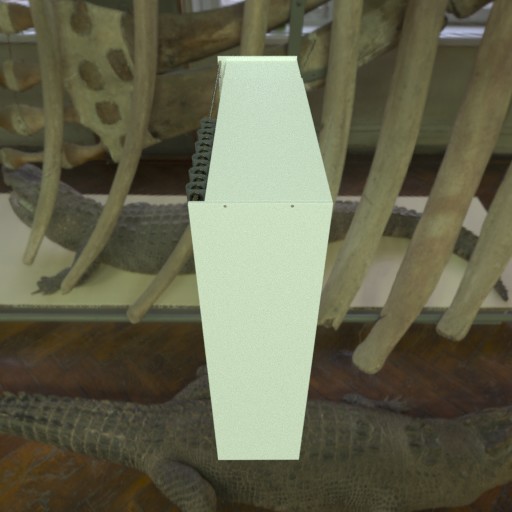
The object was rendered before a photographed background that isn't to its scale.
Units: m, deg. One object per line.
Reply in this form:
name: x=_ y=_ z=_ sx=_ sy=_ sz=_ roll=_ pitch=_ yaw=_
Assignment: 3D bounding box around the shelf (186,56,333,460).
shelf: x=0.000 y=0.000 z=2.649 sx=0.500 sy=1.810 sz=1.600 roll=0 pitch=40 yaw=0
